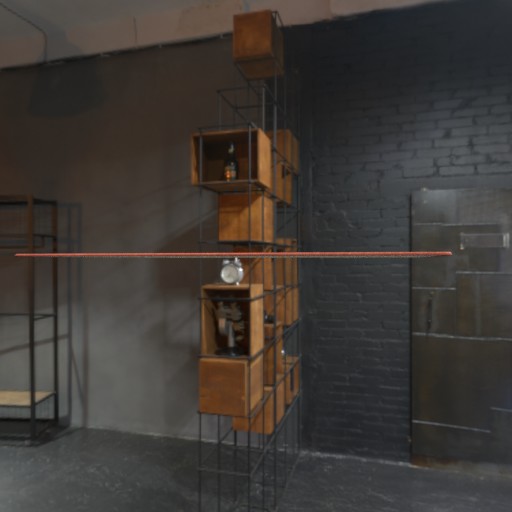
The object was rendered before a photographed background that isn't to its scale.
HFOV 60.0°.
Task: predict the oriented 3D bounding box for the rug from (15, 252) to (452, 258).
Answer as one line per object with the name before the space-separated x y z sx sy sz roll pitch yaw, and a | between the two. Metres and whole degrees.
rug | 0.000 0.000 3.965 2.976 0.018 2.430 0 0 18
